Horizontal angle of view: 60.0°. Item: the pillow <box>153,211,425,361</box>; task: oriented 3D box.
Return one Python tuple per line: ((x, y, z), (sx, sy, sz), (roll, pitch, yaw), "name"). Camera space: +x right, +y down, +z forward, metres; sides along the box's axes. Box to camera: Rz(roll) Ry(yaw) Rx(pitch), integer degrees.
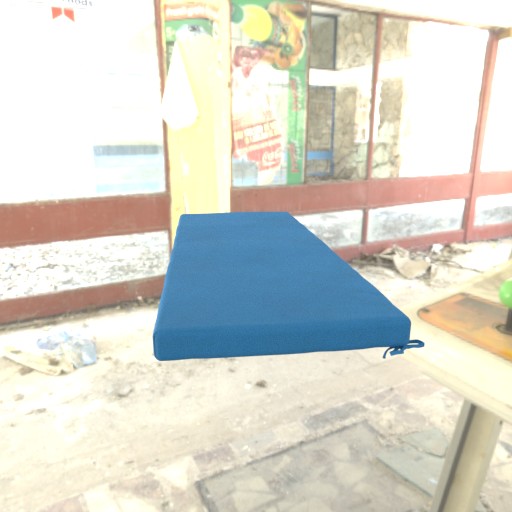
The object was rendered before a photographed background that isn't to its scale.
((0.000, 0.000, 1.309), (0.492, 0.081, 1.187), (-2, 15, -7), "pillow")
